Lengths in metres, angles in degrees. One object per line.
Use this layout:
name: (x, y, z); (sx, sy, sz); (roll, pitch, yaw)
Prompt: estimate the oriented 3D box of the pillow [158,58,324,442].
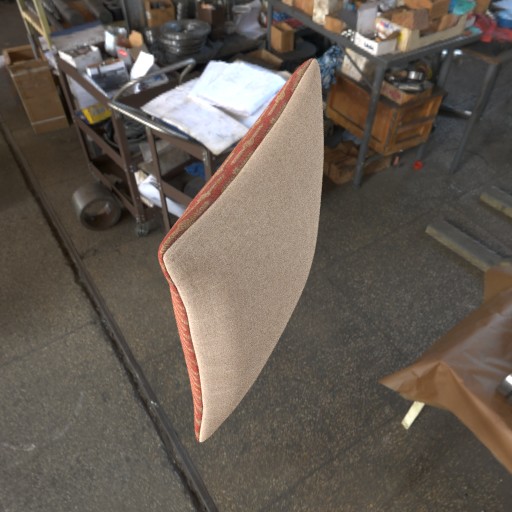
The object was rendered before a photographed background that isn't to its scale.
pillow: (0.000, 0.000, 0.787); (0.182, 0.503, 0.511); (17, 49, 15)
